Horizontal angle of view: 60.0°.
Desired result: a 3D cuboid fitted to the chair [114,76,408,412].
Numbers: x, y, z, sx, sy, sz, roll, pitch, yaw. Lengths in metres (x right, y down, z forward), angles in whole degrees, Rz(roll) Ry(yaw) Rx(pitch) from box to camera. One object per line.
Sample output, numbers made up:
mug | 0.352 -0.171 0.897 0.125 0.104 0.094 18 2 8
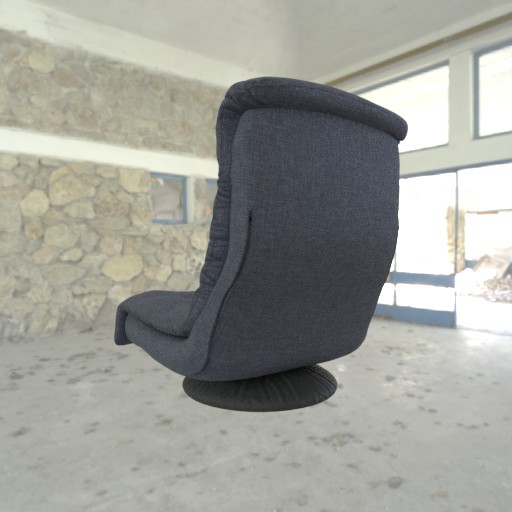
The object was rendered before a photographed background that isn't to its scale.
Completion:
chair | 0.000 0.000 1.243 0.597 0.749 0.668 0 1 -38
